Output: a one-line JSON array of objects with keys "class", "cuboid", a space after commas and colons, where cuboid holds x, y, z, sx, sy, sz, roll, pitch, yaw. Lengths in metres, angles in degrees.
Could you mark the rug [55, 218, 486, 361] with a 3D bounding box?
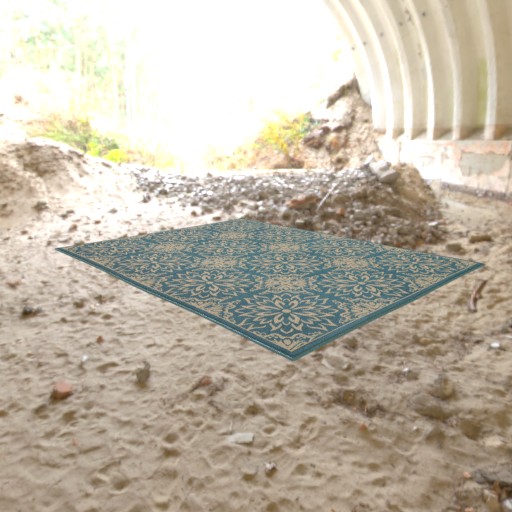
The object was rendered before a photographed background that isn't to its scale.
[{"class": "rug", "cuboid": [0.000, 0.000, 3.863, 2.350, 0.018, 2.964, -14, 20, -42]}]
